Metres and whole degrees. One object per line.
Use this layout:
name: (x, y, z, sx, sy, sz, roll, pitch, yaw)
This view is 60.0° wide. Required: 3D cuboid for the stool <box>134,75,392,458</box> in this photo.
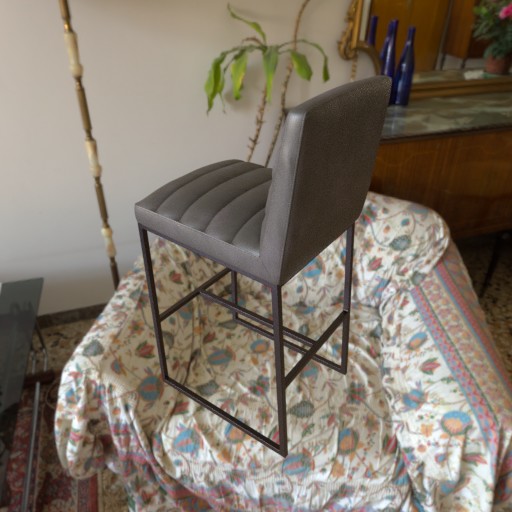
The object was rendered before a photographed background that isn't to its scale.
stool: (0.000, 0.000, 1.378, 0.562, 1.065, 0.463, 21, 37, 30)
